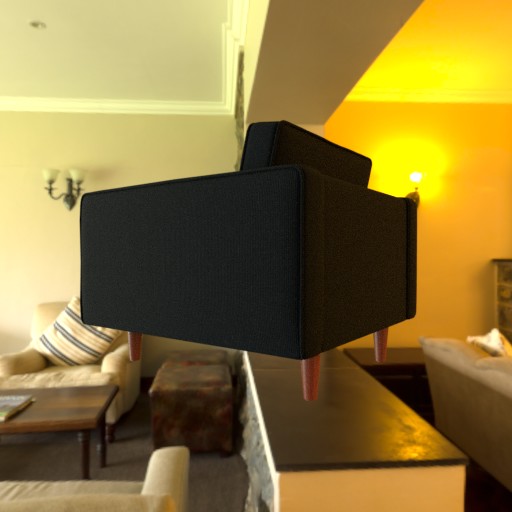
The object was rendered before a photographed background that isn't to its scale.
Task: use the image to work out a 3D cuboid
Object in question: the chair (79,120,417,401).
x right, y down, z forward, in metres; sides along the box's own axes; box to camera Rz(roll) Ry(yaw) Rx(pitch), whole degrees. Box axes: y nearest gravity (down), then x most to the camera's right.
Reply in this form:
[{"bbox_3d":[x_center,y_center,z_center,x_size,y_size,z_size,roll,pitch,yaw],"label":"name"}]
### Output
[{"bbox_3d":[0.000,0.000,1.628,0.920,0.770,0.899,0,1,36],"label":"chair"}]
